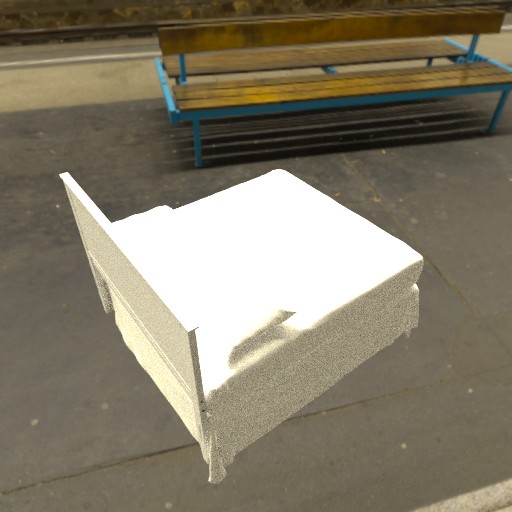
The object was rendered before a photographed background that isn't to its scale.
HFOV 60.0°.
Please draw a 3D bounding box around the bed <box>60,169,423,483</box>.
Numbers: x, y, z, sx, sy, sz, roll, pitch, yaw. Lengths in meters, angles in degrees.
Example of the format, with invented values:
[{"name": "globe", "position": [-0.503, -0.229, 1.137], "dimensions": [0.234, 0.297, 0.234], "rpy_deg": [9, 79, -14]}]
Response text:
[{"name": "bed", "position": [0.000, 0.000, 3.238], "dimensions": [2.047, 1.269, 1.876], "rpy_deg": [-26, 47, -27]}]
